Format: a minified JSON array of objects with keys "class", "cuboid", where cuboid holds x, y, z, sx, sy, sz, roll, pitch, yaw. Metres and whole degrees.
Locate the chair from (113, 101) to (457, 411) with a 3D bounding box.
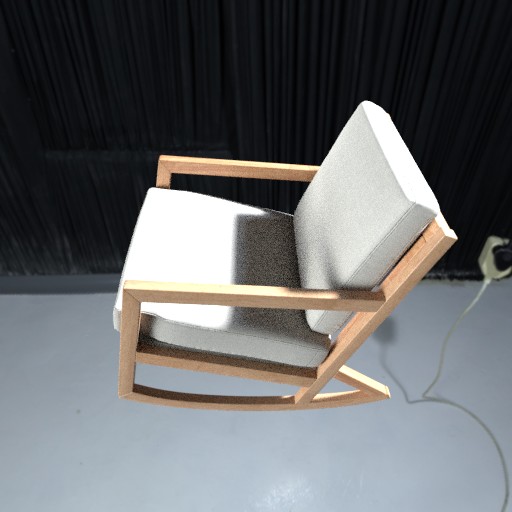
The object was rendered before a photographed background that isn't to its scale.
[{"class":"chair","cuboid":[0.000,0.000,1.395,0.857,0.790,0.622,-1,42,-1]}]
